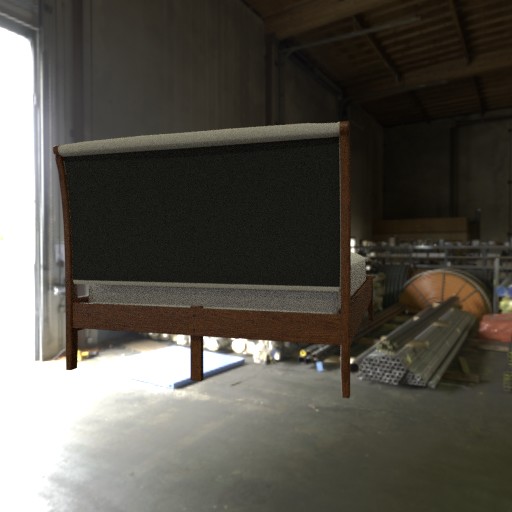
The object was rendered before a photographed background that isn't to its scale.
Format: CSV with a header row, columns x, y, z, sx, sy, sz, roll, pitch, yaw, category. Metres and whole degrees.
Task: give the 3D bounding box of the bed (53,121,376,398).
x,y,z,sx,sy,sz,roll,pitch,yaw,category
0.000,0.000,3.262,1.612,1.250,2.380,0,1,17,bed
